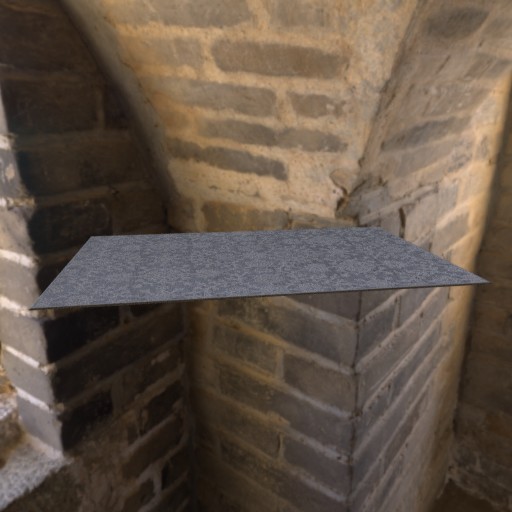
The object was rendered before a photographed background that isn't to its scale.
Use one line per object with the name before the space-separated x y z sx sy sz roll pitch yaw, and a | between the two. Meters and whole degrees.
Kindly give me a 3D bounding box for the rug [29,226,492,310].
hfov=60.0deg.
rug | 0.000 0.000 3.013 2.430 0.010 1.515 -2 16 -9
